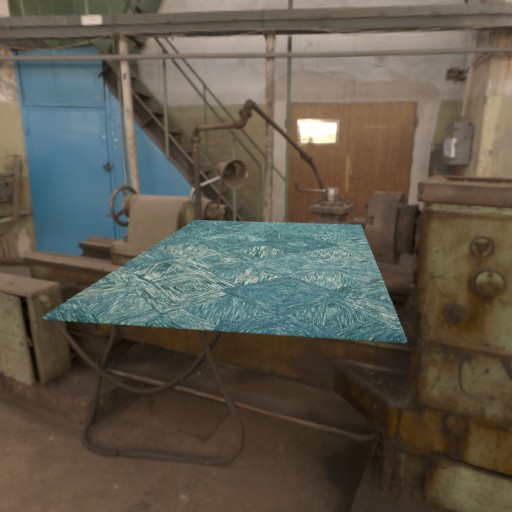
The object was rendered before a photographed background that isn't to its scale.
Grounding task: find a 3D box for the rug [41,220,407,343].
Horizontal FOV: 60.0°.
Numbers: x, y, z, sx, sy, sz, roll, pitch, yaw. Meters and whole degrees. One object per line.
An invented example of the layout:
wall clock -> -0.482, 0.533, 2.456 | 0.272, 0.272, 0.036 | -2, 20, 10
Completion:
rug -> 0.000, 0.000, 2.846 | 1.490, 0.015, 2.277 | 2, 15, 8
